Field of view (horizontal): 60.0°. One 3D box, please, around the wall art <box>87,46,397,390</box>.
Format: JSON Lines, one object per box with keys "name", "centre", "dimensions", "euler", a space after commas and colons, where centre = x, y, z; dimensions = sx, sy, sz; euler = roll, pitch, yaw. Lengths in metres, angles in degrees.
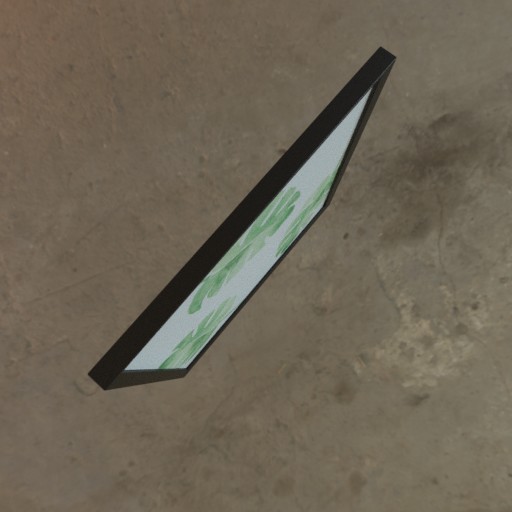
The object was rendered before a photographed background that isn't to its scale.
{"name": "wall art", "centre": [0.000, 0.000, 1.118], "dimensions": [0.038, 0.765, 0.765], "euler": [39, 79, 9]}
